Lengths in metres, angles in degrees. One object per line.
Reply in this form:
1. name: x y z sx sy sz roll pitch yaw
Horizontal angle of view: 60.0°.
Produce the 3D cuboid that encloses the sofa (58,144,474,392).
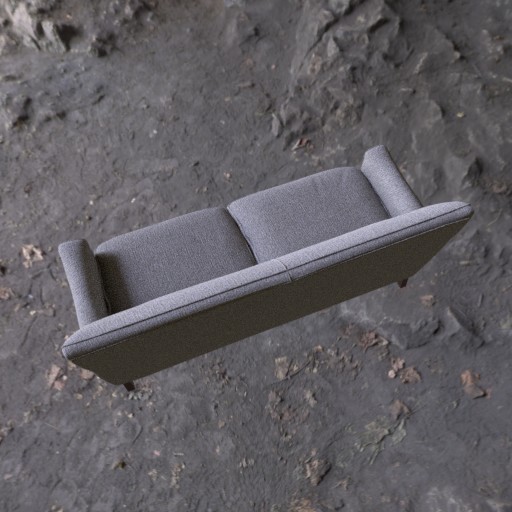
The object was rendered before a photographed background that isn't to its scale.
1. sofa: 0.000 0.000 2.549 2.026 0.942 0.854 -19 61 -11
